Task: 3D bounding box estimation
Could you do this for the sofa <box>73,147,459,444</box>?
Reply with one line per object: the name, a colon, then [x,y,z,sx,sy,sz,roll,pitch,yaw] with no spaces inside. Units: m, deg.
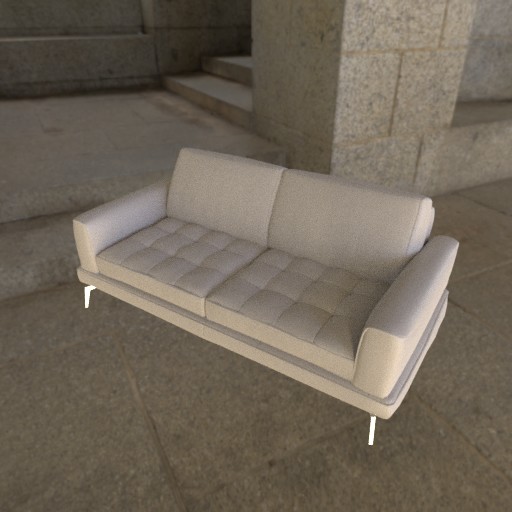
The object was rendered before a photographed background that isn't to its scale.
sofa: [0.000,0.000,2.730,2.177,0.930,1.121,18,34,28]
